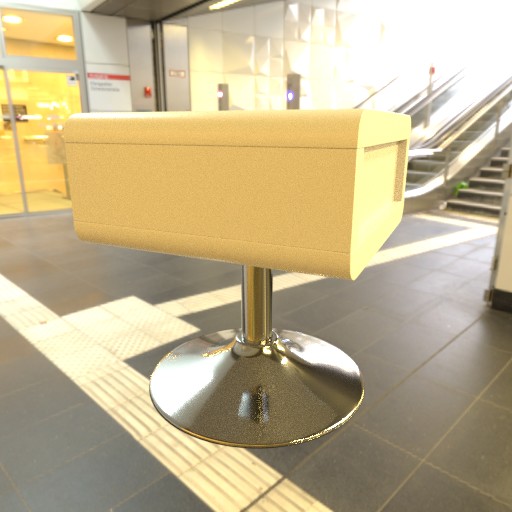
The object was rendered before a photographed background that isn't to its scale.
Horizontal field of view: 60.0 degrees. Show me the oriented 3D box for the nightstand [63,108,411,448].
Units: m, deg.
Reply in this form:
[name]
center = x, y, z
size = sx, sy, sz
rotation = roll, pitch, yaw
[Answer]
[nightstand]
center = 0.000, 0.000, 0.733
size = 0.404, 0.447, 0.399
rotation = 8, 18, 24
